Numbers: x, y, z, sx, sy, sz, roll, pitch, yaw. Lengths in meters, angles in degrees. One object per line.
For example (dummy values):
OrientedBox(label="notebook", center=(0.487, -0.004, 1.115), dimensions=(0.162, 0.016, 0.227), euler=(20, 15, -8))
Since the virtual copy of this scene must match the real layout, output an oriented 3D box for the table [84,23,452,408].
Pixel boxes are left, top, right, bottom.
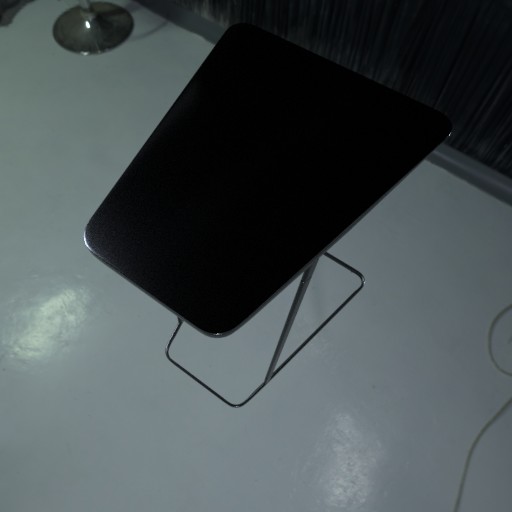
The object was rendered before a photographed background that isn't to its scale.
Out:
OrientedBox(label="table", center=(0.000, 0.000, 0.935), dimensions=(0.427, 0.624, 0.500), euler=(32, 68, 15))
